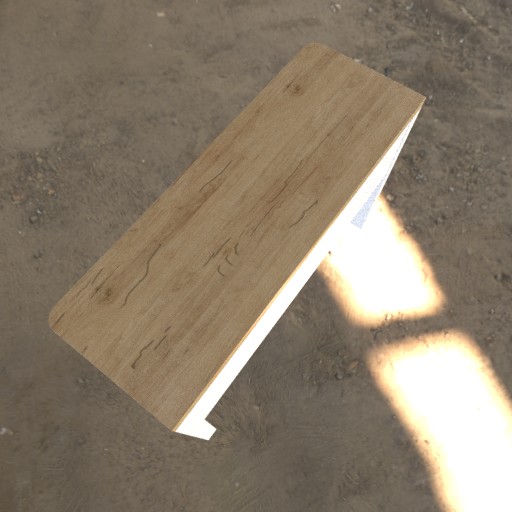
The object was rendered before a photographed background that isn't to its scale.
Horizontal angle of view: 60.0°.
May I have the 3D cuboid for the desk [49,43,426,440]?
[{"bbox_3d":[0.000,0.000,1.476,0.390,0.760,1.100,34,70,14],"label":"desk"}]
